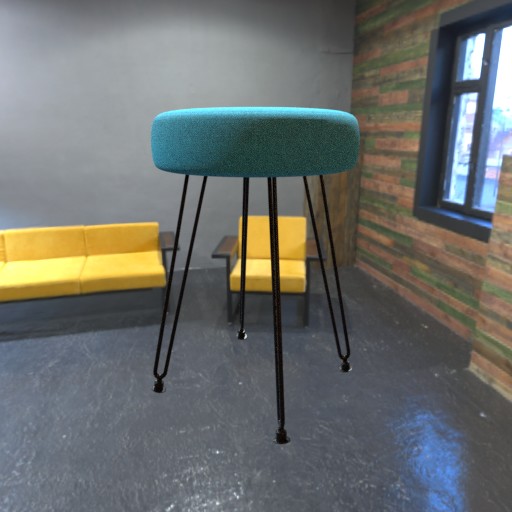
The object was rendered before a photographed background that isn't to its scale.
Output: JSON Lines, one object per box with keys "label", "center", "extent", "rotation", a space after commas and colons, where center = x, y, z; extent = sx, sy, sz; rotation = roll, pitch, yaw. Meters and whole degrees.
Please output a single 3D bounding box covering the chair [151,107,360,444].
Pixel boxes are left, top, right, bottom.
{"label": "chair", "center": [0.000, 0.000, 0.702], "extent": [0.350, 0.440, 0.350], "rotation": [-3, 16, -11]}
